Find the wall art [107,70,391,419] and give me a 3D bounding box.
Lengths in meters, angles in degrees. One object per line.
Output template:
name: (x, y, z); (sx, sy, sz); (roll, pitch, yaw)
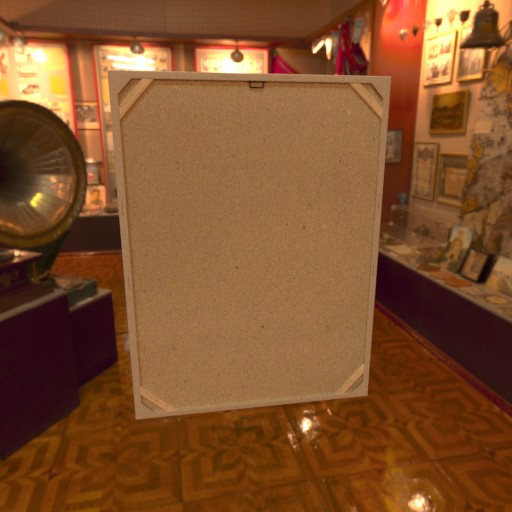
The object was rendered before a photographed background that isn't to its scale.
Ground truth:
wall art: (0.000, 0.000, 1.584); (0.914, 1.212, 0.038); (-3, 15, -10)
